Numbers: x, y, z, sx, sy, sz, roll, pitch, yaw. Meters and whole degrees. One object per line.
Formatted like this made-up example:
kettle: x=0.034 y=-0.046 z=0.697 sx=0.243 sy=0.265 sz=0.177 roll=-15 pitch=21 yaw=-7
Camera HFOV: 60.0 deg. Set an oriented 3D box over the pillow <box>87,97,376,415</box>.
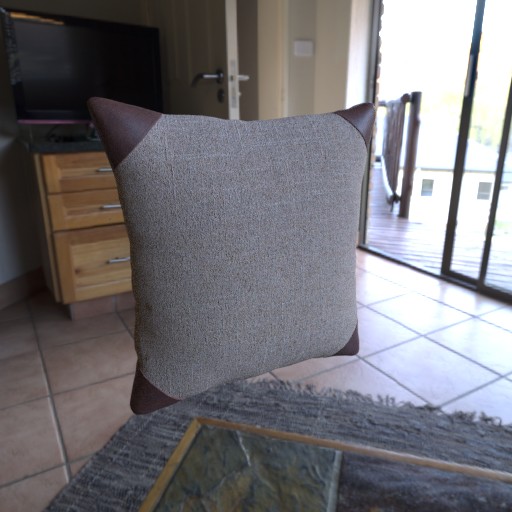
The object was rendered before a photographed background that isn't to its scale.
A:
pillow: x=0.000 y=0.000 z=0.672 sx=0.437 sy=0.448 sz=0.147 roll=-9 pitch=19 yaw=-27
